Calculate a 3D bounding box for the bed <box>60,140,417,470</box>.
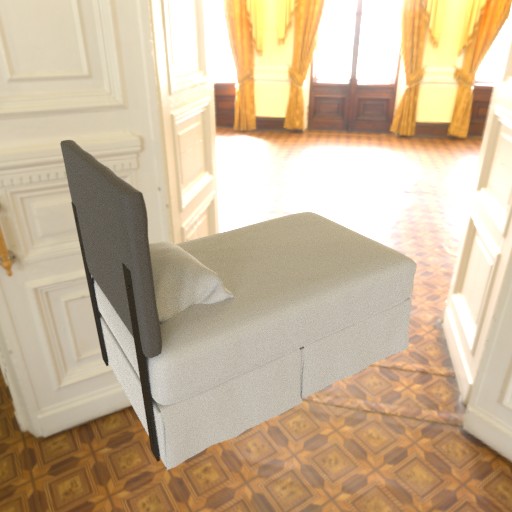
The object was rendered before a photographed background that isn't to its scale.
[{"bbox_3d":[0.000,0.000,2.965,1.997,1.571,1.261,-17,31,-29],"label":"bed"}]
